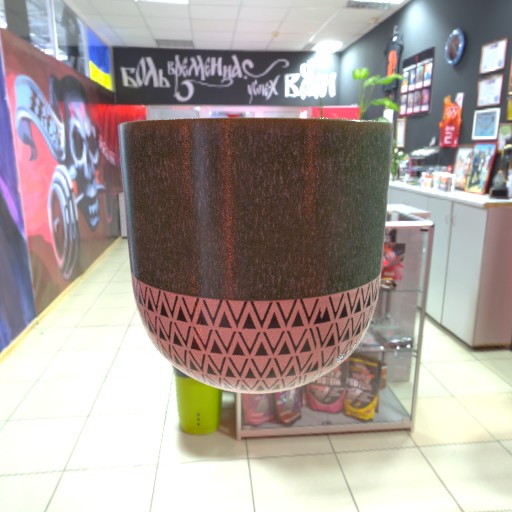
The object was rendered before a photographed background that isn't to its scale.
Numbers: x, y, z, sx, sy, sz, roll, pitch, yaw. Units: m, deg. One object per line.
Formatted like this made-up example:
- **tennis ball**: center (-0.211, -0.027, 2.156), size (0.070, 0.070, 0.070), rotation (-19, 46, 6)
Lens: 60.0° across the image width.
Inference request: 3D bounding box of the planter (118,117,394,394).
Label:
- **planter**: center (0.000, 0.000, 0.478), size (0.266, 0.270, 0.266), rotation (0, 14, 0)
